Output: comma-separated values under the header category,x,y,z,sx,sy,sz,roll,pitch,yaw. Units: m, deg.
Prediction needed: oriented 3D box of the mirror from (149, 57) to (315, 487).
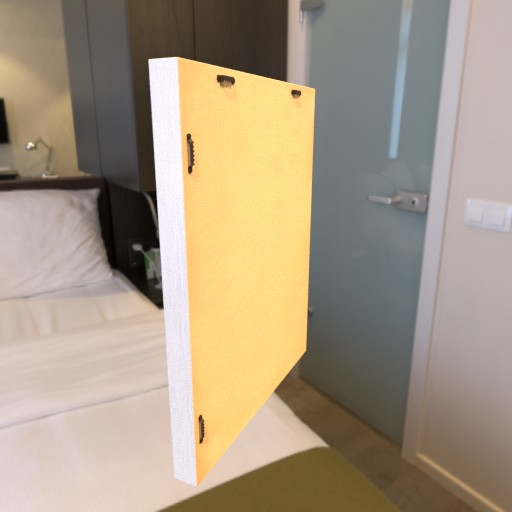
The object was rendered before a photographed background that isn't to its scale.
category,x,y,z,sx,sy,sz,roll,pitch,yaw
mirror,0.000,0.000,0.679,0.041,0.509,0.406,8,18,25
